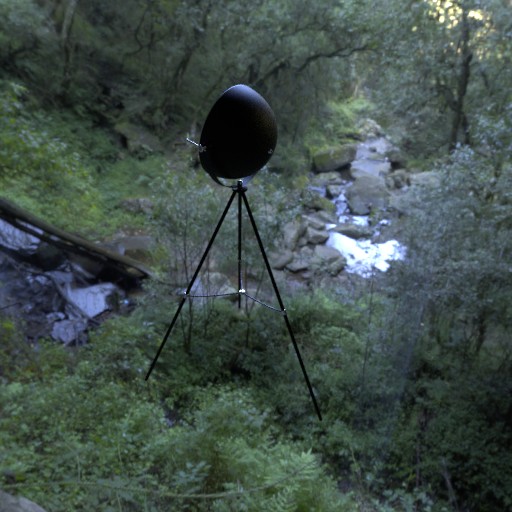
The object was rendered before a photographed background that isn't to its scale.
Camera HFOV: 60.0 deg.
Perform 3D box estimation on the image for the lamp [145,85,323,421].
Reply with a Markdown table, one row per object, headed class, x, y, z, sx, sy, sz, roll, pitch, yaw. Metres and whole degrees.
| class | x | y | z | sx | sy | sz | roll | pitch | yaw |
| --- | --- | --- | --- | --- | --- | --- | --- | --- | --- |
| lamp | 0.000 | 0.000 | 2.087 | 0.920 | 1.512 | 0.817 | 20 | 37 | 29 |
